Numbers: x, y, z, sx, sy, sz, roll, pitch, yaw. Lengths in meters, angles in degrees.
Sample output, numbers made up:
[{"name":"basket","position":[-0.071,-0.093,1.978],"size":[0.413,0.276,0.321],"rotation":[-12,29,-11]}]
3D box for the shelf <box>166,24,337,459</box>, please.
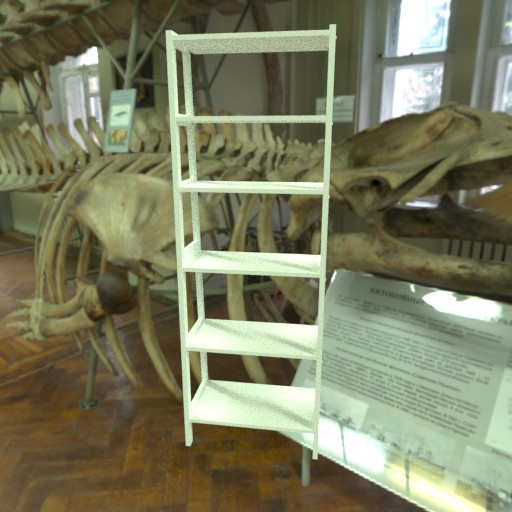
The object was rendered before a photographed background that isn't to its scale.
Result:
[{"name":"shelf","position":[0.000,0.000,2.104],"size":[0.660,1.892,0.381],"rotation":[2,15,8]}]
